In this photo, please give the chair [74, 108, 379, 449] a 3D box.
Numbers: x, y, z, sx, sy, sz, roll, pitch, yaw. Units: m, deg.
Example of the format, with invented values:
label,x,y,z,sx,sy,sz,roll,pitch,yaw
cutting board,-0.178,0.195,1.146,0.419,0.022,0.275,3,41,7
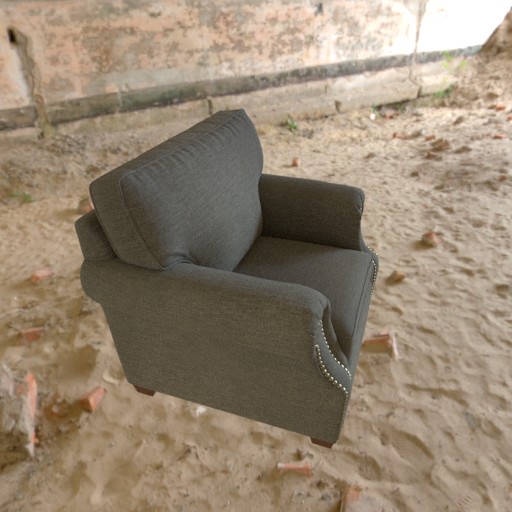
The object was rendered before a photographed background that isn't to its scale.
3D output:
label,x,y,z,sx,sy,sz,roll,pitch,yaw
chair,0.000,0.000,1.841,0.965,0.961,1.092,10,33,17
